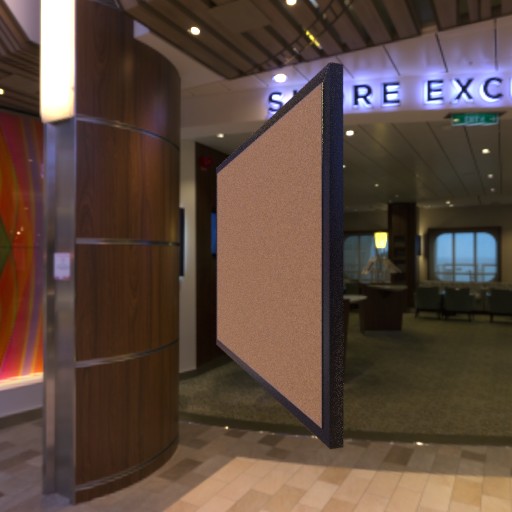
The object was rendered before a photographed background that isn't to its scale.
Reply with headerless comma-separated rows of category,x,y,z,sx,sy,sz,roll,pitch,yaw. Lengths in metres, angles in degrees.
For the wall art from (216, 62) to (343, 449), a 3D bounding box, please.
wall art,0.000,0.000,0.562,0.013,0.306,0.440,0,0,-17
